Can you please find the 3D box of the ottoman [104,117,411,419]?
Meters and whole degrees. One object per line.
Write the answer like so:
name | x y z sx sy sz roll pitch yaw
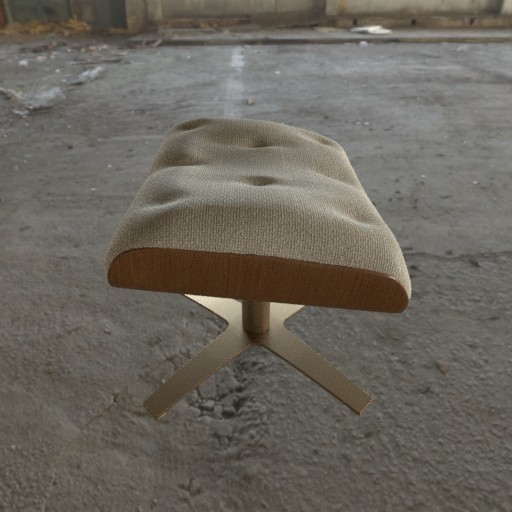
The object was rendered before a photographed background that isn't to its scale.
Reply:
ottoman | 0.000 0.000 0.801 0.394 0.391 0.520 -1 32 -1
